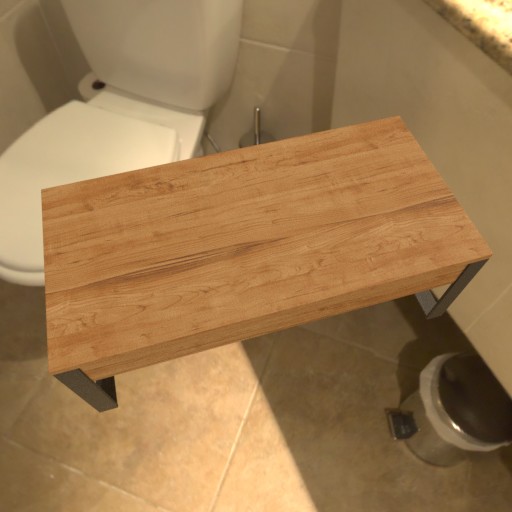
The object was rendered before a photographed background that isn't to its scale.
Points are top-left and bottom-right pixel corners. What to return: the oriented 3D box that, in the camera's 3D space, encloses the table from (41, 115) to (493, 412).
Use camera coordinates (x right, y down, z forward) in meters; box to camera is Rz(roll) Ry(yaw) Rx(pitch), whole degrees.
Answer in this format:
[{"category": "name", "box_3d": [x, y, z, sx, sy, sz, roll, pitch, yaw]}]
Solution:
[{"category": "table", "box_3d": [0.000, 0.000, 1.442, 1.180, 0.400, 0.590, -14, 59, -9]}]
